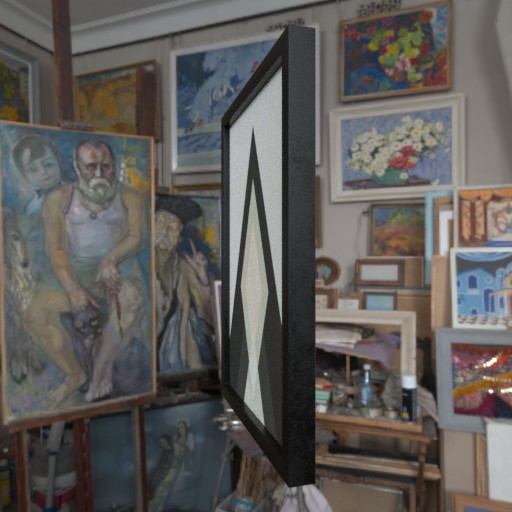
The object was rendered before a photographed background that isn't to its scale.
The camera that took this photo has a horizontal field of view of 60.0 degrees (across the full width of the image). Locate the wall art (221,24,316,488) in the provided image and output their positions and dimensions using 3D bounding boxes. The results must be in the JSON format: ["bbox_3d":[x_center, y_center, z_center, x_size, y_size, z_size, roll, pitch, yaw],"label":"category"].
[{"bbox_3d":[0.000,0.000,0.590,0.031,0.457,0.313,0,0,-17],"label":"wall art"}]
